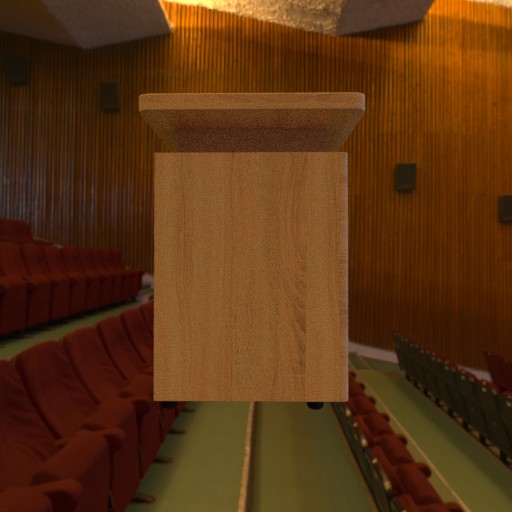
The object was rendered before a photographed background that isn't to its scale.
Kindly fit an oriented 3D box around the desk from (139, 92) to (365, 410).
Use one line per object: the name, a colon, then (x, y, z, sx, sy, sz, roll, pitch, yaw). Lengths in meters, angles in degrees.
desk: (0.000, 0.000, 1.750, 0.550, 0.760, 1.400, 0, -1, 1)
